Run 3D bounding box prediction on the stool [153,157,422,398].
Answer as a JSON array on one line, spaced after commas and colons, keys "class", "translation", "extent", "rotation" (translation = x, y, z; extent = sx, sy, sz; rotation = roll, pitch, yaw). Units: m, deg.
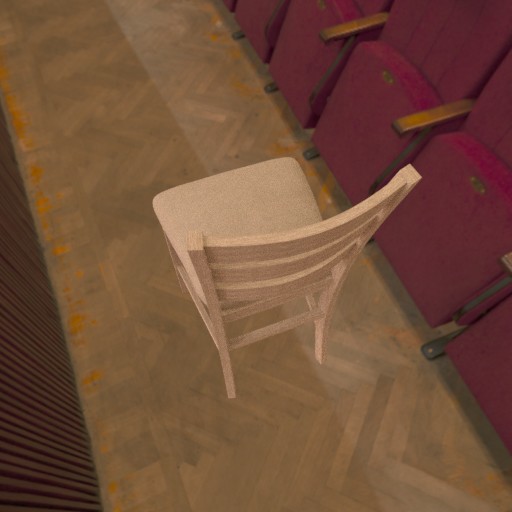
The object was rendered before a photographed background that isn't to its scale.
[{"class": "stool", "translation": [0.000, 0.000, 1.319], "extent": [0.484, 1.032, 0.569], "rotation": [-18, 60, -11]}]
